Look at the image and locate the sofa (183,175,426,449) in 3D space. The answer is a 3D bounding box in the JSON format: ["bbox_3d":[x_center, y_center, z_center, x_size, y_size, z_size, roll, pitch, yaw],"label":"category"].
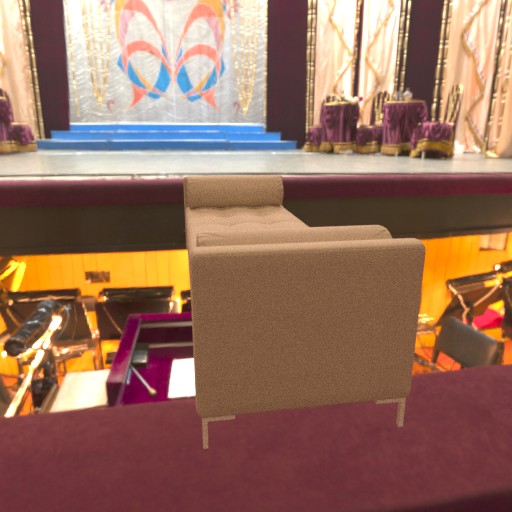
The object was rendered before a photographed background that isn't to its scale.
[{"bbox_3d":[0.000,0.000,2.247,0.686,0.635,1.981,-3,16,-9],"label":"sofa"}]
